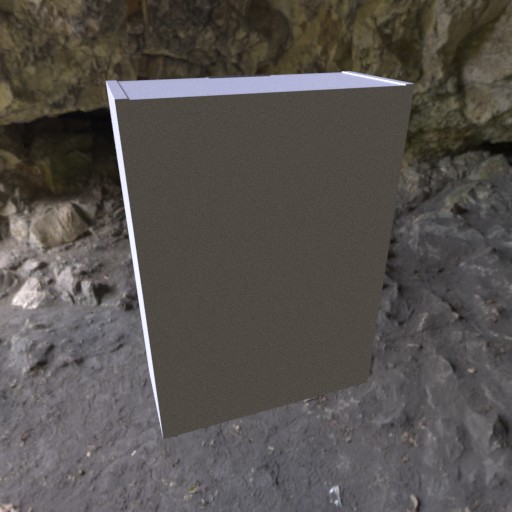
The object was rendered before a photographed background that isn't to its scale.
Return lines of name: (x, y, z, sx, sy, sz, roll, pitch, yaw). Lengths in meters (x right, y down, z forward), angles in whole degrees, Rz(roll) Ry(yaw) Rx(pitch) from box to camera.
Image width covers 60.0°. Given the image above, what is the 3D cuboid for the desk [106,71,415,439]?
desk: (0.000, 0.000, 1.617, 0.850, 1.190, 0.390, -10, 30, -17)
